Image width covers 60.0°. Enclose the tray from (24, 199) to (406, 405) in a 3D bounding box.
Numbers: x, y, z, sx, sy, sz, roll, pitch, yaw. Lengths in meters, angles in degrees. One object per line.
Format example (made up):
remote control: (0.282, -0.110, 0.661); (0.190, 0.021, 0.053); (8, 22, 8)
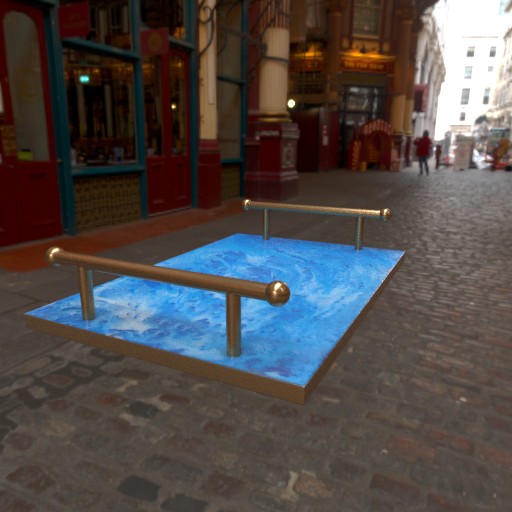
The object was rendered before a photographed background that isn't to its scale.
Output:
tray: (0.000, 0.000, 0.566); (0.304, 0.084, 0.444); (7, 16, 26)
